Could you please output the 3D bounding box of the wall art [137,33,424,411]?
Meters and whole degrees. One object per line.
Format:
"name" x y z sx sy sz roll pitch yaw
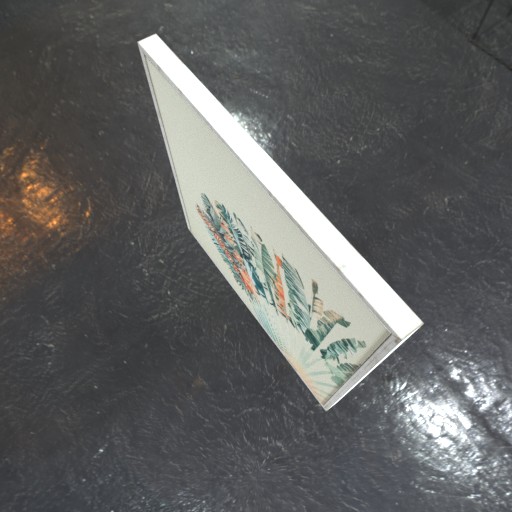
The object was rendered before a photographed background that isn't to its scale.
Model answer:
"wall art" 0.000 0.000 0.738 0.029 0.506 0.508 -33 68 -15
